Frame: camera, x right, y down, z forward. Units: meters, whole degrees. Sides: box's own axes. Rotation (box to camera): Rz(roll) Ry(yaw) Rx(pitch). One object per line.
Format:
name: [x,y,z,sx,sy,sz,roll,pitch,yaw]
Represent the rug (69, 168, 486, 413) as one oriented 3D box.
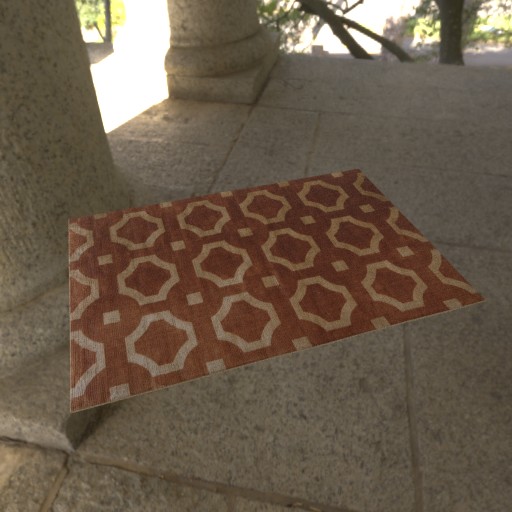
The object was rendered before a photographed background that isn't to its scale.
rug: [0.000,0.000,2.845,2.286,0.016,1.555,-12,43,-13]
